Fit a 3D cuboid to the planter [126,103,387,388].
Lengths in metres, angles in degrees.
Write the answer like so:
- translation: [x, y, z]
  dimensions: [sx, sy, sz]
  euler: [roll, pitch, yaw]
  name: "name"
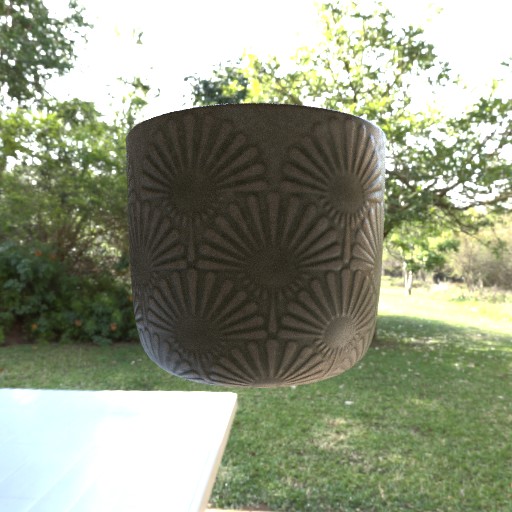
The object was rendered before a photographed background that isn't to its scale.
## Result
- translation: [0.000, 0.000, 0.219]
  dimensions: [0.124, 0.109, 0.124]
  euler: [0, 0, 0]
  name: "planter"
